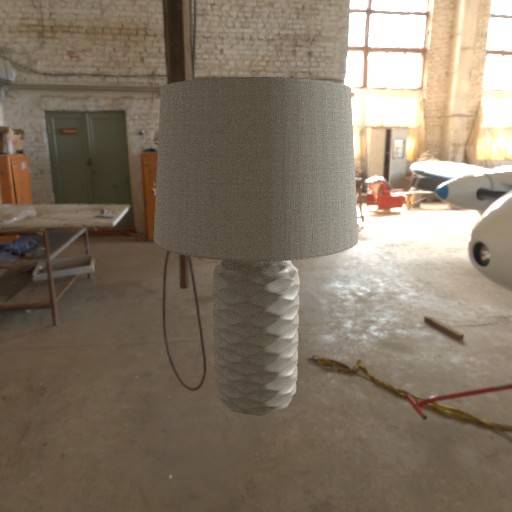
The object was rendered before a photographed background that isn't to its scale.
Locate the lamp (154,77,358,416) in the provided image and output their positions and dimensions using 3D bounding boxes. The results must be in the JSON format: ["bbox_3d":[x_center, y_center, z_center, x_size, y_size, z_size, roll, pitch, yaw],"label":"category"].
[{"bbox_3d":[0.000,0.000,0.843,0.376,0.594,0.376,0,14,0],"label":"lamp"}]
